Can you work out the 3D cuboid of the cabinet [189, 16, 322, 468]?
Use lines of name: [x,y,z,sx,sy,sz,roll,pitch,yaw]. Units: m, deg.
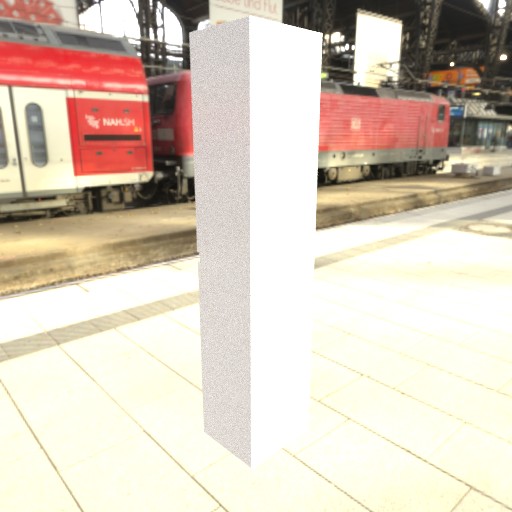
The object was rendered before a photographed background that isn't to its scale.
cabinet: [0.000,0.000,1.527,0.300,1.400,0.269,-14,21,-42]
